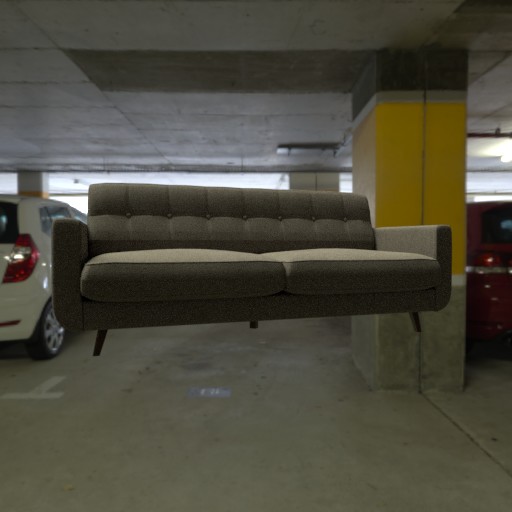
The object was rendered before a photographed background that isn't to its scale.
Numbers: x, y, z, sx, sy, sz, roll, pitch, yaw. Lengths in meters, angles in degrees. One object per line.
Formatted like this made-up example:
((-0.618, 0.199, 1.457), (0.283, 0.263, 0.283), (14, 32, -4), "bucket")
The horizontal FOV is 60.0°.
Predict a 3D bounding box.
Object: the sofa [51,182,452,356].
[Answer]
((0.000, 0.000, 2.503), (2.029, 0.841, 0.909), (0, 1, -18), "sofa")
